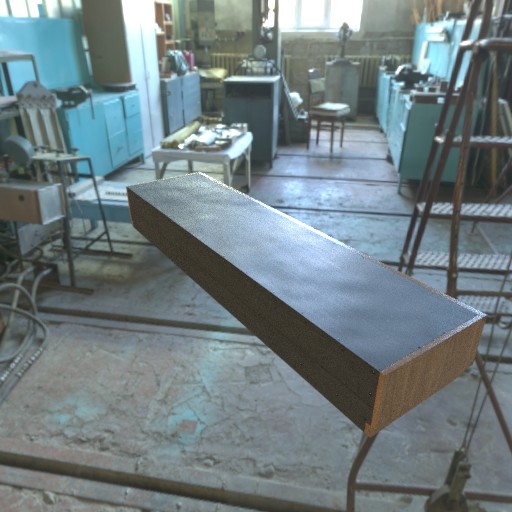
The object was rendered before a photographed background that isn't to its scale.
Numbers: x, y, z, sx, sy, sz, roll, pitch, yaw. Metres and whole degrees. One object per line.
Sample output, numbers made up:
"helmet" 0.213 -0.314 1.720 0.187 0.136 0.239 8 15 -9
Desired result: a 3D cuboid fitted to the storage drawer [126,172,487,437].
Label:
"storage drawer" 0.000 0.000 2.181 0.538 0.264 2.032 -18 32 -31
